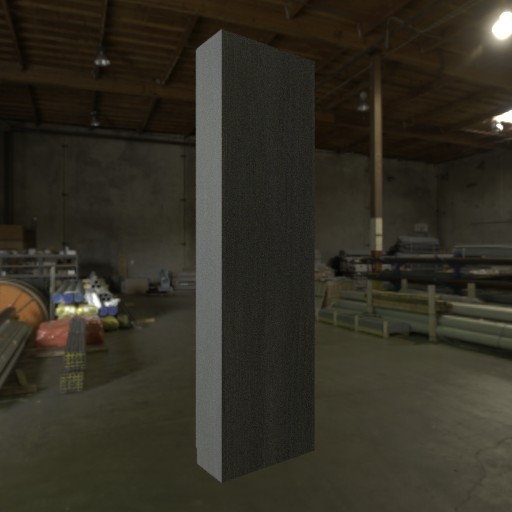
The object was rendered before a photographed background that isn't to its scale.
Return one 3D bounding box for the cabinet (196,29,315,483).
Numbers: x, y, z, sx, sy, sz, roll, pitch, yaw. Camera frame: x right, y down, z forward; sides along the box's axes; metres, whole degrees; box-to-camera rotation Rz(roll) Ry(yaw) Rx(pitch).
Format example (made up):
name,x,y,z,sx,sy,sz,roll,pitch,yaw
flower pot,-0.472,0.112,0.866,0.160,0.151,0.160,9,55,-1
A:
name,x,y,z,sx,sy,sz,roll,pitch,yaw
cabinet,0.000,0.000,1.987,0.500,1.790,0.230,0,0,-36
